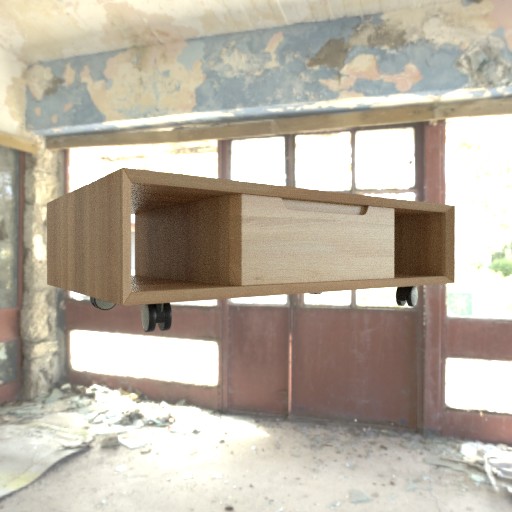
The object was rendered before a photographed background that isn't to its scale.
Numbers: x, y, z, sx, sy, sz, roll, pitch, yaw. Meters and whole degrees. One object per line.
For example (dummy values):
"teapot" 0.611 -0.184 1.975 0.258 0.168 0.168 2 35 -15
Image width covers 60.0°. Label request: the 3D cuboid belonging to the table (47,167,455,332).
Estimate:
"table" 0.000 0.000 1.416 1.100 0.330 0.700 0 0 -36
